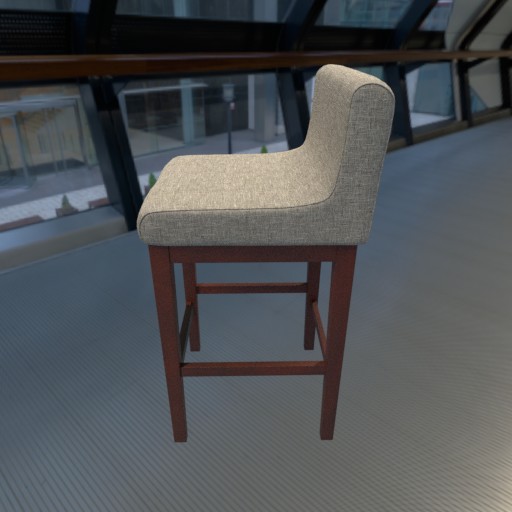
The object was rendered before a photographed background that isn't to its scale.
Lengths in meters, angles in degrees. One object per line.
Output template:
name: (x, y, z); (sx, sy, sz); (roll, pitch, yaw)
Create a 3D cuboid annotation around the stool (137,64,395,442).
stool: (0.000, 0.000, 1.070); (0.459, 0.835, 0.417); (0, 27, -1)
